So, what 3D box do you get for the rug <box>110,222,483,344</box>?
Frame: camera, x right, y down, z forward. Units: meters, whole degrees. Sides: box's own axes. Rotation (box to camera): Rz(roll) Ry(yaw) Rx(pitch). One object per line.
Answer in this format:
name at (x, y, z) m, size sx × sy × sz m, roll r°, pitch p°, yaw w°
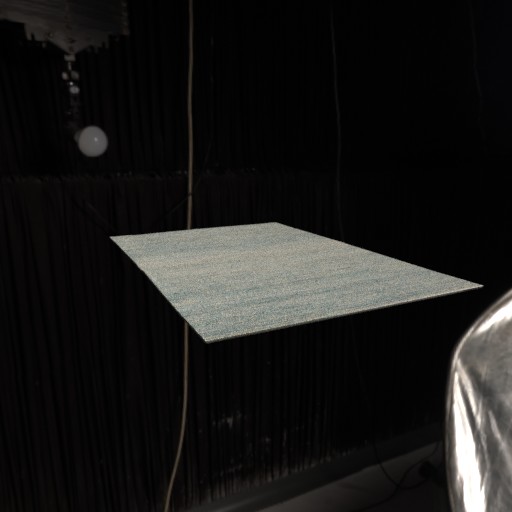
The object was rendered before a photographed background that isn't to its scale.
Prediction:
rug at (0.000, 0.000, 5.360) m, size 2.802 × 0.052 × 4.078 m, roll -7°, pitch 15°, yaw -26°
